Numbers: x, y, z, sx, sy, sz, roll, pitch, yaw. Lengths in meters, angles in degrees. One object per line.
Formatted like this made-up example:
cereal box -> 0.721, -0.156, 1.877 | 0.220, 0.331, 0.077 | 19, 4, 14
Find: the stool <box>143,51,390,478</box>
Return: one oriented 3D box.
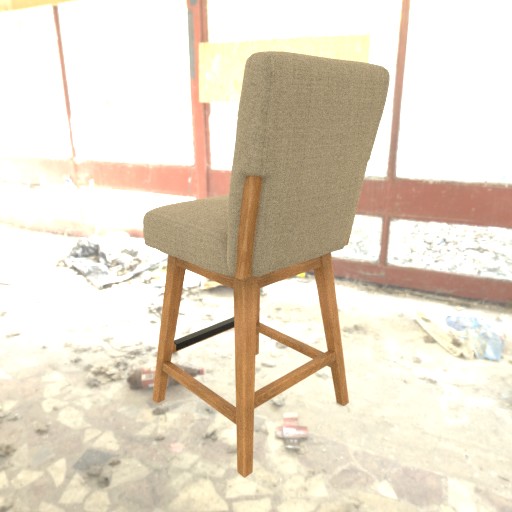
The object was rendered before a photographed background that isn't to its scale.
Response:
stool -> 0.000, 0.000, 1.275 | 0.459, 1.010, 0.526 | -16, 24, -41
